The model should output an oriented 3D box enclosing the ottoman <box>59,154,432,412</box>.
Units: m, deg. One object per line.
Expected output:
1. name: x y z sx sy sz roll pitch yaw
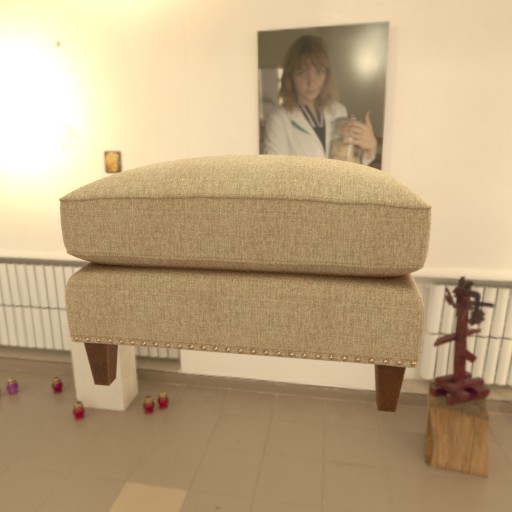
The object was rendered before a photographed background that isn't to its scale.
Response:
1. ottoman: 0.000 0.000 1.152 0.741 0.513 0.584 2 14 9
